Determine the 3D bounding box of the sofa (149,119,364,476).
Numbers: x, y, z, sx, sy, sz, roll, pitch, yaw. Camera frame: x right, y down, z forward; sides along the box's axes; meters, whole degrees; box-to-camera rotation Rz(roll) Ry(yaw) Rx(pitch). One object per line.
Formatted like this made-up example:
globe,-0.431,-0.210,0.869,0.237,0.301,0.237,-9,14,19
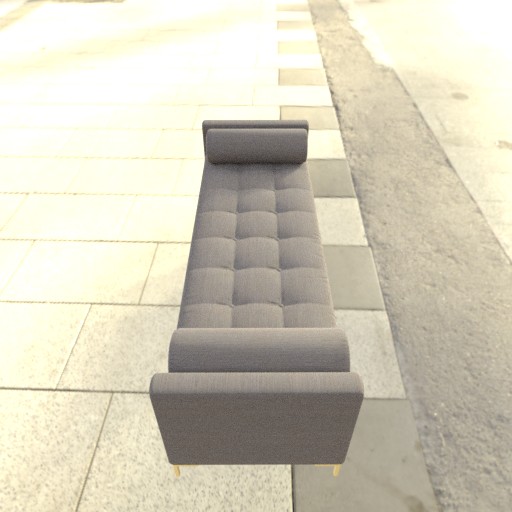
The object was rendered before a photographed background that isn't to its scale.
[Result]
sofa,0.000,0.000,2.316,0.686,0.635,1.981,0,42,0
